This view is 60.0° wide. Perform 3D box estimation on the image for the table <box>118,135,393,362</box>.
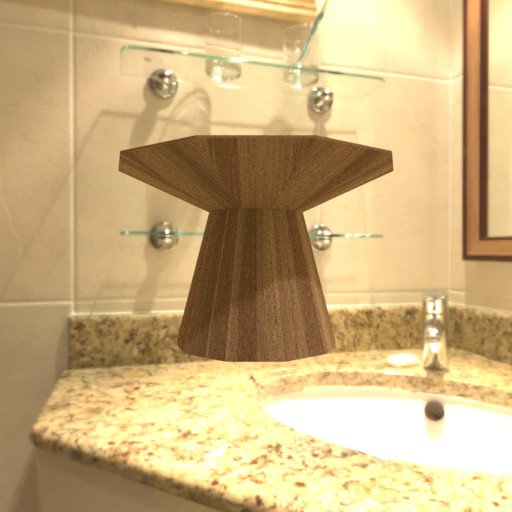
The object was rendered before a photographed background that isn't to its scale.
[{"bbox_3d":[0.000,0.000,1.918,1.186,0.752,1.186,0,1,0],"label":"table"}]
